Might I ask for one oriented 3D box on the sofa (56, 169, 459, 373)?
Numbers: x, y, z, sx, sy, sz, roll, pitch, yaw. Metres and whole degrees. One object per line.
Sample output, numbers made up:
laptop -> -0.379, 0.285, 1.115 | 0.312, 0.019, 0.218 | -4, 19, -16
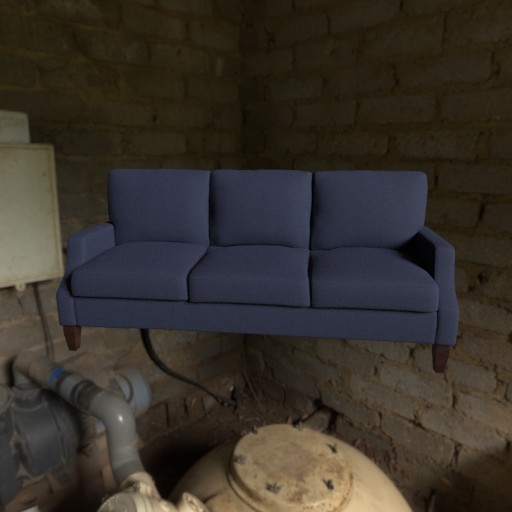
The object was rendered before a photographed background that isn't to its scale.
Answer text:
sofa -> 0.000, 0.000, 2.643 | 2.115, 0.984, 0.888 | 2, 14, 7
